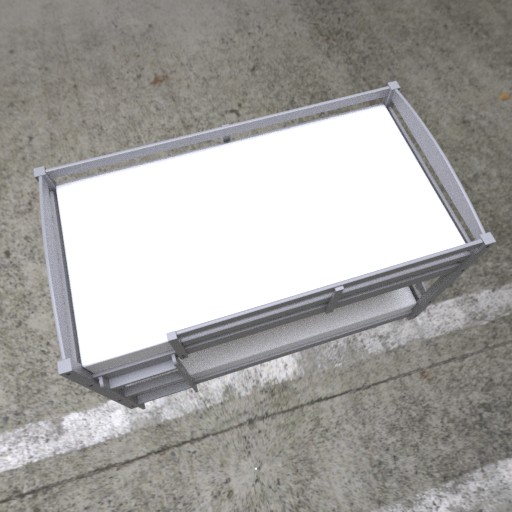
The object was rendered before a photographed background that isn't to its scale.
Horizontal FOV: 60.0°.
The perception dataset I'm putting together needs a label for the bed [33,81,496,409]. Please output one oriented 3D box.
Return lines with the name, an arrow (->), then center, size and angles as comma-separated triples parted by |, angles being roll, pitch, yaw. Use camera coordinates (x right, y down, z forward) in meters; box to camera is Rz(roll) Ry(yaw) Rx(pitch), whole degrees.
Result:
bed -> 0.000, 0.000, 2.645 | 2.013, 1.206, 1.105 | -16, 65, -8
